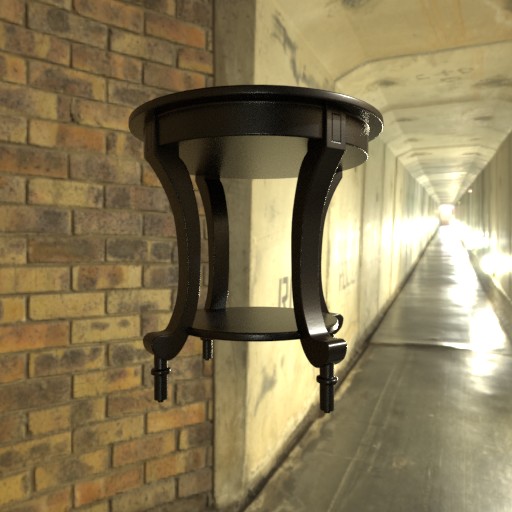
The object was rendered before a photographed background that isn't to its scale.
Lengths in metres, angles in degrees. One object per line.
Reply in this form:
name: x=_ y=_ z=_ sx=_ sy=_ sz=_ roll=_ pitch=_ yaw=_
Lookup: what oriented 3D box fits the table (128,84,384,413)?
table: x=0.000 y=0.000 z=1.085 sx=0.597 sy=0.618 sz=0.597 roll=0 pitch=1 yaw=0
